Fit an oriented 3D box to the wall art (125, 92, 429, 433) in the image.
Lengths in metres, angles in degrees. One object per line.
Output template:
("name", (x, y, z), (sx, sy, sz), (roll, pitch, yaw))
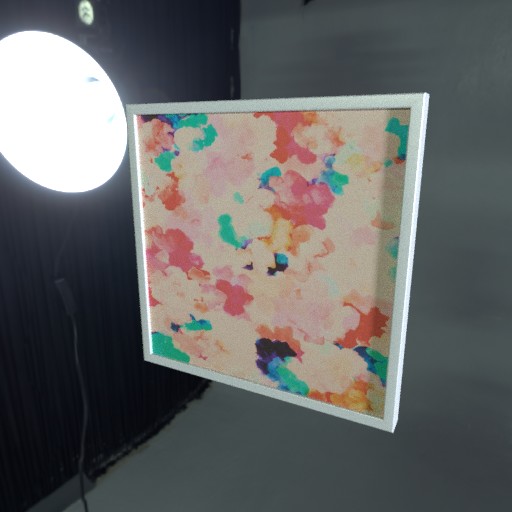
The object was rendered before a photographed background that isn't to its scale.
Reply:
("wall art", (0.000, 0.000, 0.760), (0.506, 0.505, 0.038), (8, 17, 26))
